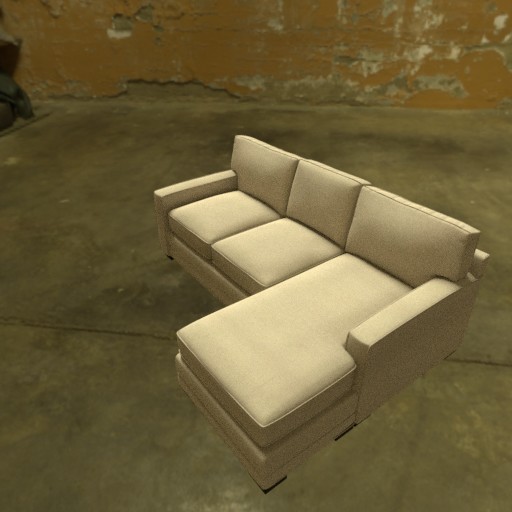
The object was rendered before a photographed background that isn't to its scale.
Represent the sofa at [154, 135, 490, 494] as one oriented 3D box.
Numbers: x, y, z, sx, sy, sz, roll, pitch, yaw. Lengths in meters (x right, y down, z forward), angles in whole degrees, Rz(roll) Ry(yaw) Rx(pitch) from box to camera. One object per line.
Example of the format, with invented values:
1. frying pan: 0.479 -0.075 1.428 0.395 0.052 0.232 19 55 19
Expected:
1. sofa: 0.000 0.000 2.750 1.496 0.861 2.087 -22 38 -31
